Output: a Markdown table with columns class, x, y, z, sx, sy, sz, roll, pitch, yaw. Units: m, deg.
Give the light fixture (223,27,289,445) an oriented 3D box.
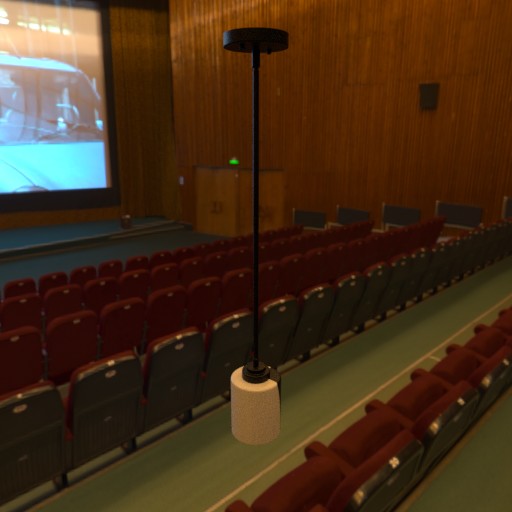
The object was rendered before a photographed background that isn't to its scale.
| class | x | y | z | sx | sy | sz | roll | pitch | yaw |
| --- | --- | --- | --- | --- | --- | --- | --- | --- | --- |
| light fixture | 0.000 | 0.000 | 0.949 | 0.123 | 0.863 | 0.123 | -15 | 22 | -43 |
